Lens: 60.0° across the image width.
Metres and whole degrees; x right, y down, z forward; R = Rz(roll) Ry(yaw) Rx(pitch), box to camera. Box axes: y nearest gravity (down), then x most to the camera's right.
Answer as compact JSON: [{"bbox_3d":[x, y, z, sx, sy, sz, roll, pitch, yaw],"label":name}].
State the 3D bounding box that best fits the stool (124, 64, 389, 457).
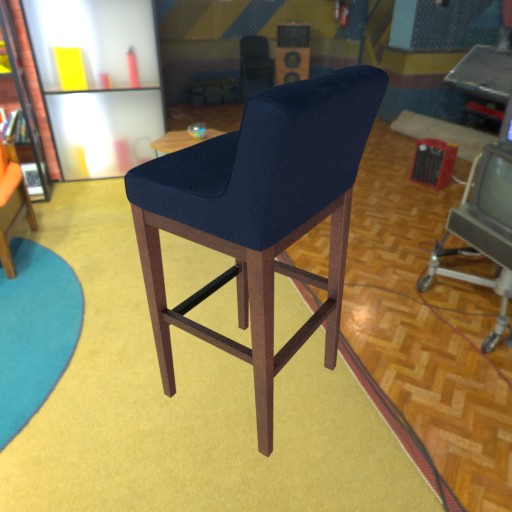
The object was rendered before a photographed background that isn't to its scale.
[{"bbox_3d":[0.000,0.000,1.316,0.500,1.037,0.511,19,36,29],"label":"stool"}]
